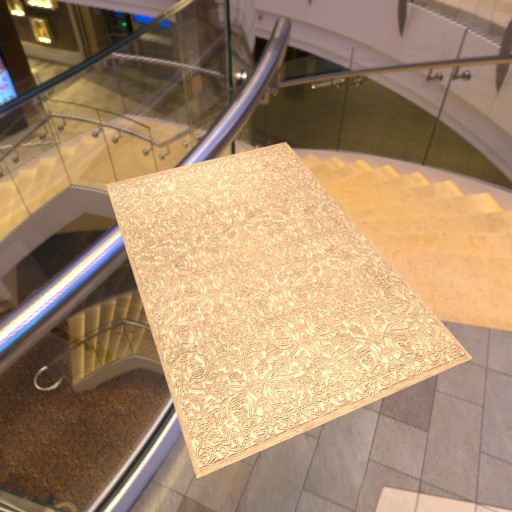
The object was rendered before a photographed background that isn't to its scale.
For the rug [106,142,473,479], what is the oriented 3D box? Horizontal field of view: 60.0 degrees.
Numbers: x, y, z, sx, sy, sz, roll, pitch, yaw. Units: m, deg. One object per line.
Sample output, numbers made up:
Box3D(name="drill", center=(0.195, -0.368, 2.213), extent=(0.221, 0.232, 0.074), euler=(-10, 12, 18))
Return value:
Box3D(name="rug", center=(0.000, 0.000, 2.294), extent=(1.221, 0.006, 1.827), euler=(-17, 49, -16))
